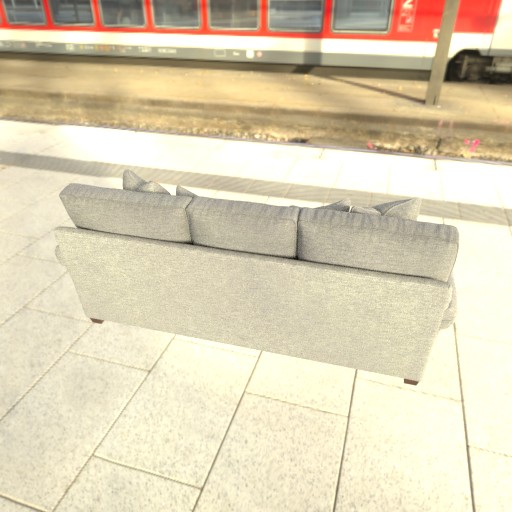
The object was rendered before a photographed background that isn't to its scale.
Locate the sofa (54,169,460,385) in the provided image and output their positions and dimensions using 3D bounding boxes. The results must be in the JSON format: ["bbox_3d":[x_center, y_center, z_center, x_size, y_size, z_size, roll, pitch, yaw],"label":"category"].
[{"bbox_3d":[0.000,0.000,2.819,2.312,0.975,0.965,8,33,13],"label":"sofa"}]
